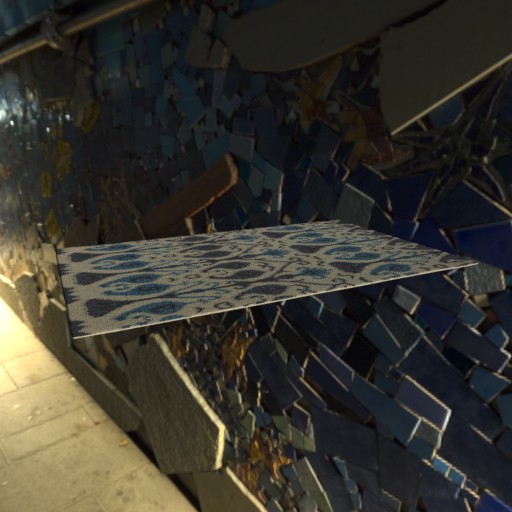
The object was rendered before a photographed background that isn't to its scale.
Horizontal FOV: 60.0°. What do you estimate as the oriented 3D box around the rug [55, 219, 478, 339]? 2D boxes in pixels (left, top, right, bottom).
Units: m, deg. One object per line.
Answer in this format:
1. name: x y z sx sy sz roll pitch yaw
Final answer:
1. rug: 0.000 0.000 2.086 1.698 0.013 1.072 -8 18 -25
